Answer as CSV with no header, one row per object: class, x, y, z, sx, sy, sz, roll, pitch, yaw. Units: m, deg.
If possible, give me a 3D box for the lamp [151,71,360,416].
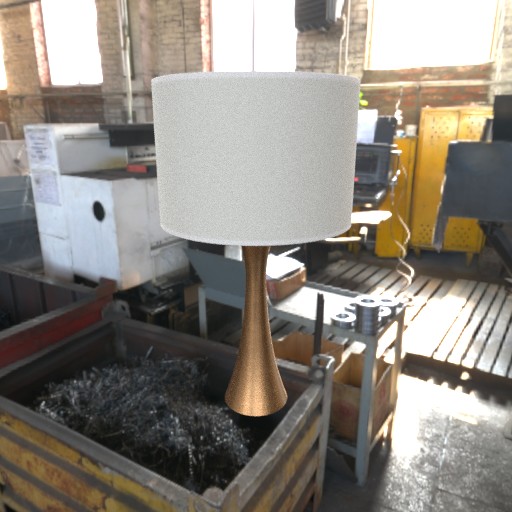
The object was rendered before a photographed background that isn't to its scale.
lamp,0.000,0.000,0.652,0.268,0.479,0.268,-2,17,-8
